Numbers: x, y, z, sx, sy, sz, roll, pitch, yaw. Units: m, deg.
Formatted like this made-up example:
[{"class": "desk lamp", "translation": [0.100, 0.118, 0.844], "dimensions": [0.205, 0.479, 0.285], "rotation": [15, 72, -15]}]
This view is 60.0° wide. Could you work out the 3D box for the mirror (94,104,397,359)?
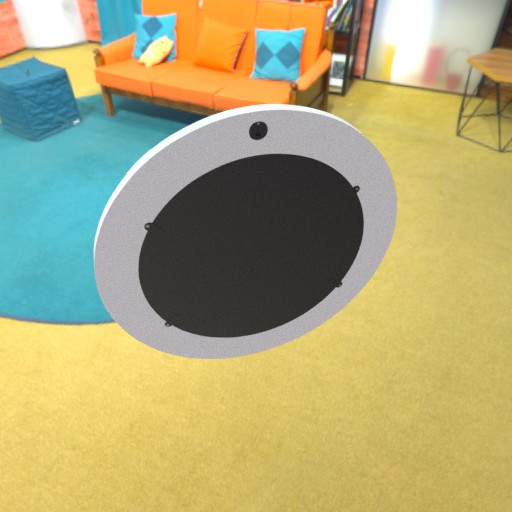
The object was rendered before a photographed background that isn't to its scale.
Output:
[{"class": "mirror", "translation": [0.000, 0.000, 1.330], "dimensions": [0.914, 0.914, 0.038], "rotation": [-12, 43, -13]}]
